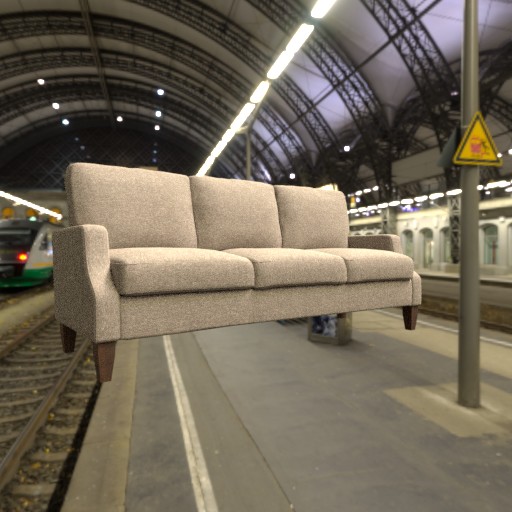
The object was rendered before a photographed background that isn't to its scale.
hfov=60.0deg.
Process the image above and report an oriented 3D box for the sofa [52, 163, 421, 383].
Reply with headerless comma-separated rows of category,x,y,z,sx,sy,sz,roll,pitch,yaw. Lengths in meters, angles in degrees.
sofa,0.000,0.000,2.652,2.115,0.984,0.888,0,1,-35
